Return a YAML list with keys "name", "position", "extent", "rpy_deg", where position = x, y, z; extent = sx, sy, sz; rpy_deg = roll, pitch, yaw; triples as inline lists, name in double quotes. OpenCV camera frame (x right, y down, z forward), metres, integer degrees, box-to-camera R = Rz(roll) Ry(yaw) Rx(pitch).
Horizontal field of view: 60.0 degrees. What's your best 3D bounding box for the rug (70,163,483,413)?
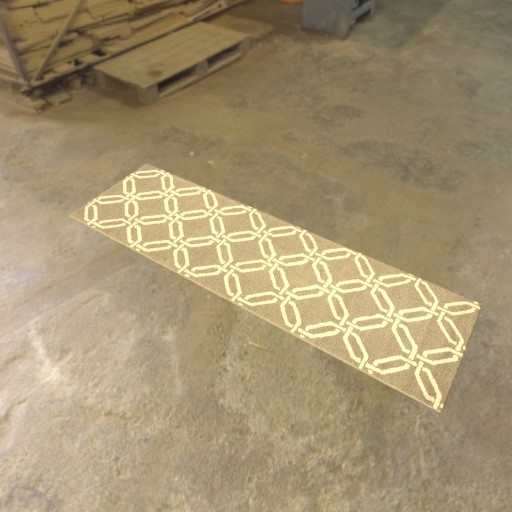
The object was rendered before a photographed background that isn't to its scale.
- name: "rug"
  position: [0.000, 0.000, 2.461]
  extent: [2.276, 0.014, 0.678]
  rpy_deg: [25, 50, 23]
